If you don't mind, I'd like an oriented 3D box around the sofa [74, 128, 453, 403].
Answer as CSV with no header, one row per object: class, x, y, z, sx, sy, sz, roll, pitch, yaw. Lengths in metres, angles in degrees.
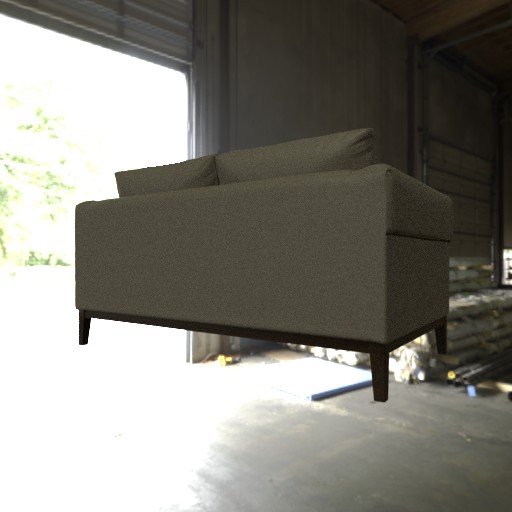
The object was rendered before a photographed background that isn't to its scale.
sofa,0.000,0.000,2.095,1.598,0.873,0.899,0,-1,35
